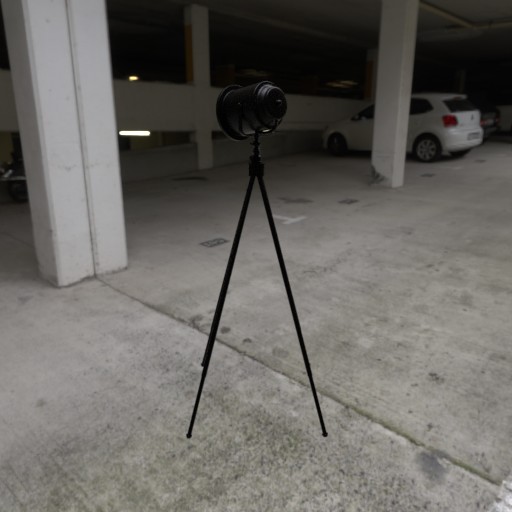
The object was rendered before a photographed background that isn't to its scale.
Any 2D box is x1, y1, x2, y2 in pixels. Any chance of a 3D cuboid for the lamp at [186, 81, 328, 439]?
[{"bbox_3d":[0.000,0.000,2.053,0.884,1.504,0.879,15,22,42],"label":"lamp"}]
